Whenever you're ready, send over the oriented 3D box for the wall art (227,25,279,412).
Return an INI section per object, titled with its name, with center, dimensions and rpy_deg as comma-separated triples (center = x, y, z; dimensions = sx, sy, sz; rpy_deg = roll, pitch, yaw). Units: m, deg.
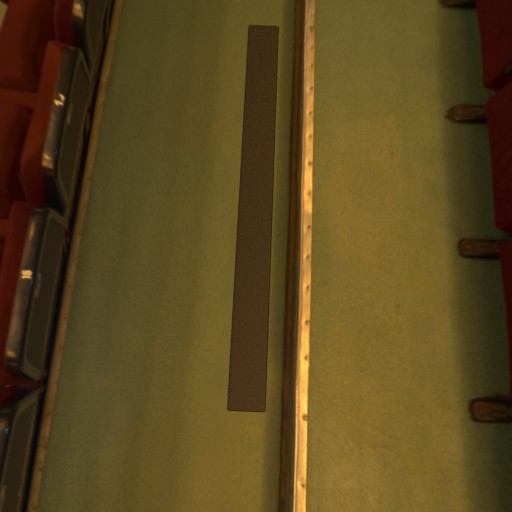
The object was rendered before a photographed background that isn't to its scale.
[wall art]
center = 0.000, 0.000, 0.539
dimensions = 0.028, 0.381, 0.328
rpy_deg = 2, 75, 1
